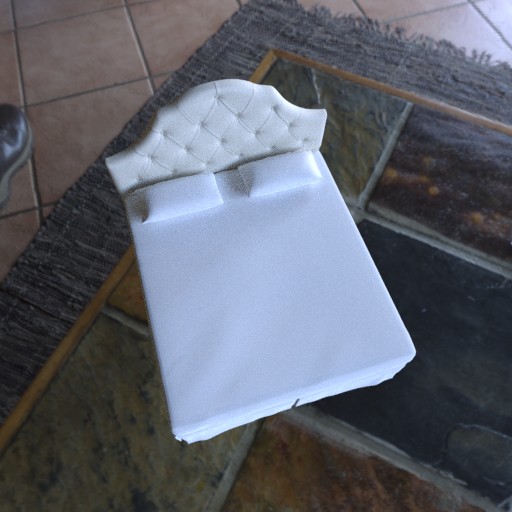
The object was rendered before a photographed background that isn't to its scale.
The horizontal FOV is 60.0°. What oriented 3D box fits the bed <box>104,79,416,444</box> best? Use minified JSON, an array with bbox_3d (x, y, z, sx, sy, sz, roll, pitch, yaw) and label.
[{"bbox_3d":[0.000,0.000,3.531,2.008,1.615,2.214,-15,63,-8],"label":"bed"}]
